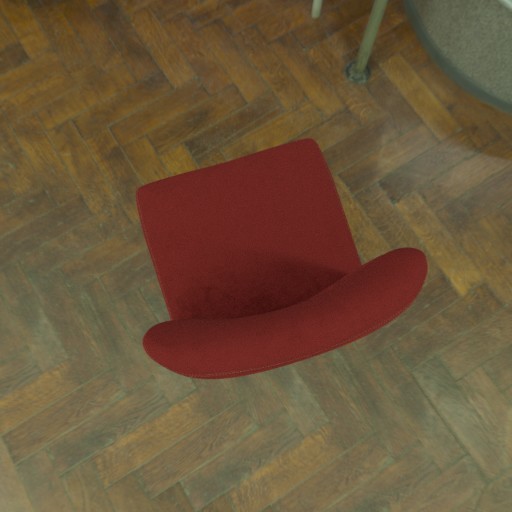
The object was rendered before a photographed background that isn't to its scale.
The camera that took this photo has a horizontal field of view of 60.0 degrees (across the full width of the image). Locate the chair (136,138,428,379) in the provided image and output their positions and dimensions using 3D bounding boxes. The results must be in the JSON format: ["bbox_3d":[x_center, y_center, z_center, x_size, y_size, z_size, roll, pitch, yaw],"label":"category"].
[{"bbox_3d":[0.000,0.000,1.149,0.530,0.824,0.560,-17,77,-4],"label":"chair"}]
